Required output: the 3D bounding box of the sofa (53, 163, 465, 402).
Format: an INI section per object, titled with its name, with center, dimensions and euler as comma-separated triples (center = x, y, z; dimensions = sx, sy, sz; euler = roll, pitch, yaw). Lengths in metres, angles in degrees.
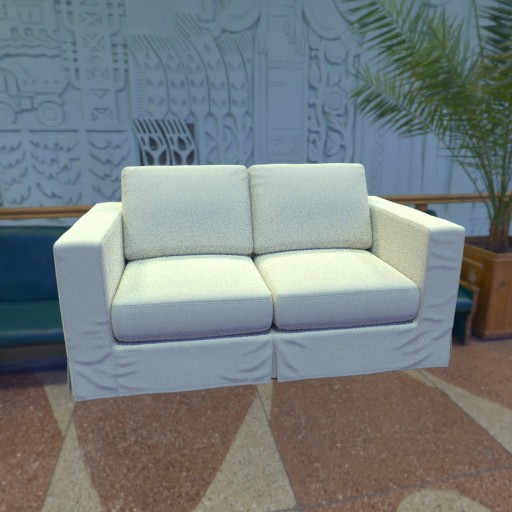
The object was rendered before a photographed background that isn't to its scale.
[sofa]
center = 0.000, 0.000, 2.392
dimensions = 1.813, 0.932, 1.009
euler = -3, 16, -9
